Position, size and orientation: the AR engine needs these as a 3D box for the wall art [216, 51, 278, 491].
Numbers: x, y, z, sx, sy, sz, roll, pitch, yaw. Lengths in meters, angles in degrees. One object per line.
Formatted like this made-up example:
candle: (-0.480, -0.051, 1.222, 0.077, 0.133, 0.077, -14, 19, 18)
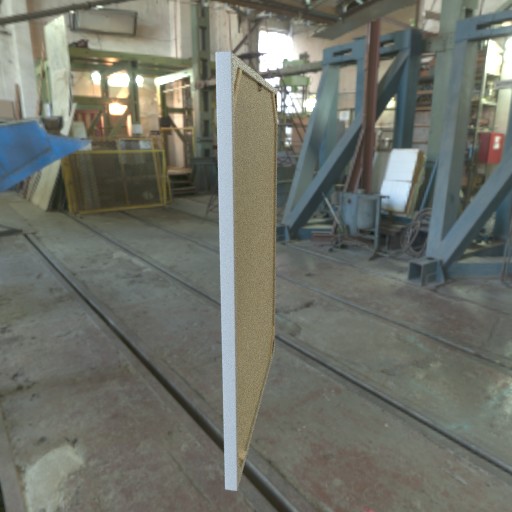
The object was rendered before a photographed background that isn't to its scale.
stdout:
wall art: (0.000, 0.000, 1.605, 0.038, 1.212, 0.914, 2, 15, 9)
